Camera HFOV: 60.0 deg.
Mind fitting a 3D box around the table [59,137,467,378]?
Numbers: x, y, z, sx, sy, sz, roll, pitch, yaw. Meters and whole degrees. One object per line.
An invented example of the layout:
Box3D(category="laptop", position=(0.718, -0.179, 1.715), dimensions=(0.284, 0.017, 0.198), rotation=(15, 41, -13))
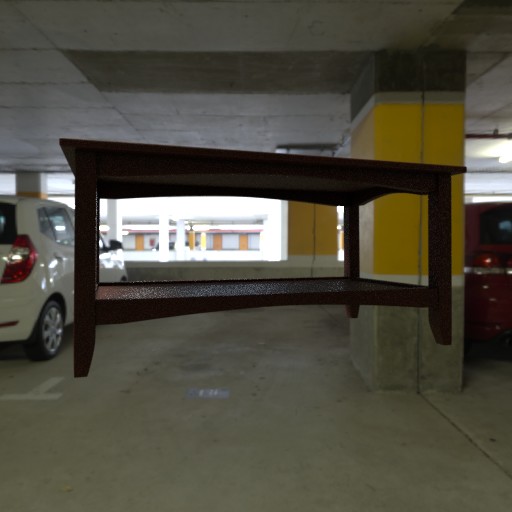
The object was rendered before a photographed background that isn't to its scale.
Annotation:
Box3D(category="table", position=(0.000, 0.000, 1.222), dimensions=(0.943, 0.456, 0.533), rotation=(0, 1, -19))
